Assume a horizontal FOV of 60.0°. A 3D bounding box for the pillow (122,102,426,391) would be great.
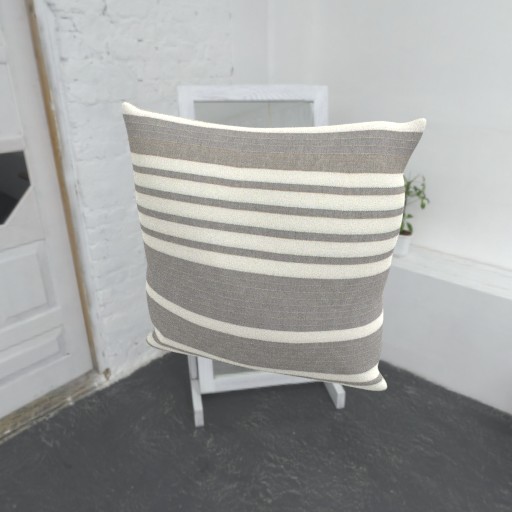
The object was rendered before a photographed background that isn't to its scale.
[{"bbox_3d":[0.000,0.000,0.686,0.439,0.440,0.182,8,25,16],"label":"pillow"}]
